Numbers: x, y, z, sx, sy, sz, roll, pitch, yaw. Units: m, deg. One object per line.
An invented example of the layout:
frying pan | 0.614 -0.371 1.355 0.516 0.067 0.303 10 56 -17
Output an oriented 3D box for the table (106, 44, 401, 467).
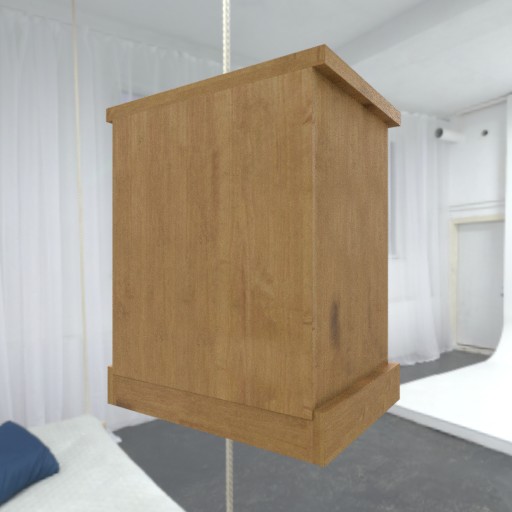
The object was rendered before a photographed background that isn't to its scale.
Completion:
table | 0.000 0.000 1.241 0.660 0.813 0.500 0 0 34
